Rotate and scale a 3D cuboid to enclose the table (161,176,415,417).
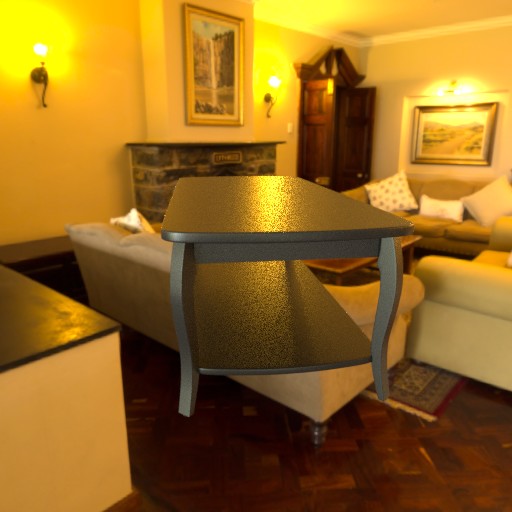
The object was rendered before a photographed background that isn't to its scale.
[{"bbox_3d":[0.000,0.000,1.600,0.571,0.457,1.333,-2,15,-7],"label":"table"}]
